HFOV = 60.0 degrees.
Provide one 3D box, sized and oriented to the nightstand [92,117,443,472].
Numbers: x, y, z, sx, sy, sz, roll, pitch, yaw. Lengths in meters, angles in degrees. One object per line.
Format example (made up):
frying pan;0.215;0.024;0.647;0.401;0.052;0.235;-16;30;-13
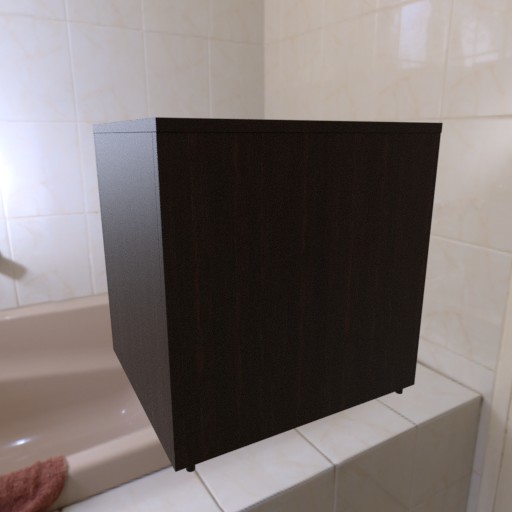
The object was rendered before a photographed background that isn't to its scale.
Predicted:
nightstand;0.000;0.000;0.805;0.461;0.460;0.400;-8;17;-28
